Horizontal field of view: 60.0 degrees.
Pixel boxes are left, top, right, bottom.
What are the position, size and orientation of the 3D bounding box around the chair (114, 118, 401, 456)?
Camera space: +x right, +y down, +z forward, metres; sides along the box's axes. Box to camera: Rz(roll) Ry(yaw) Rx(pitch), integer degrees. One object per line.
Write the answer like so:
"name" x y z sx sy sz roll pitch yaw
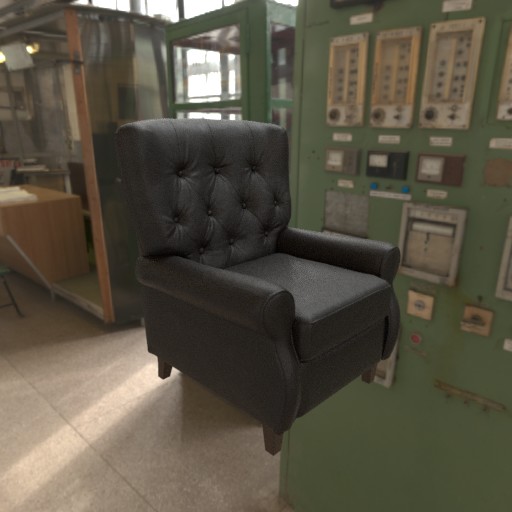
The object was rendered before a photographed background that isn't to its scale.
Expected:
"chair" 0.000 0.000 1.939 1.058 1.158 0.948 16 23 43
